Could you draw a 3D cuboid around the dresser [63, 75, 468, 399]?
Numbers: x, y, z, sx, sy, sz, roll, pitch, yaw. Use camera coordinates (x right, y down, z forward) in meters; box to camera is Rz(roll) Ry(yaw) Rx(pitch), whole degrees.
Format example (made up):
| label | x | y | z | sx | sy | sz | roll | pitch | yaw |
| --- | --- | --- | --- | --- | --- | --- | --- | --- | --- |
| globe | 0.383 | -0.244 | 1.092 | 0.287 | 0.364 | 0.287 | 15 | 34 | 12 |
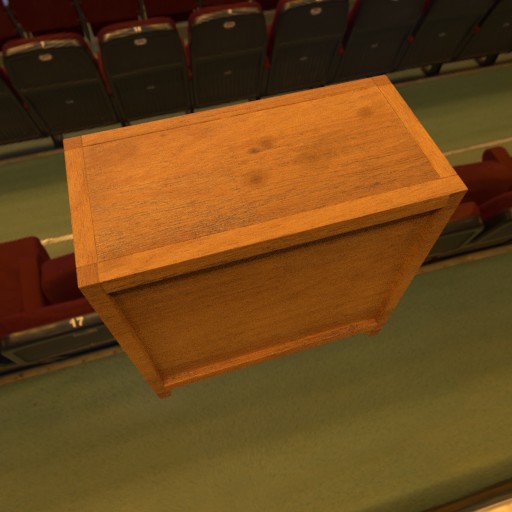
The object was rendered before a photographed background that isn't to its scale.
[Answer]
| label | x | y | z | sx | sy | sz | roll | pitch | yaw |
| --- | --- | --- | --- | --- | --- | --- | --- | --- | --- |
| dresser | 0.000 | 0.000 | 1.314 | 0.804 | 0.804 | 0.427 | -14 | 59 | -9 |
